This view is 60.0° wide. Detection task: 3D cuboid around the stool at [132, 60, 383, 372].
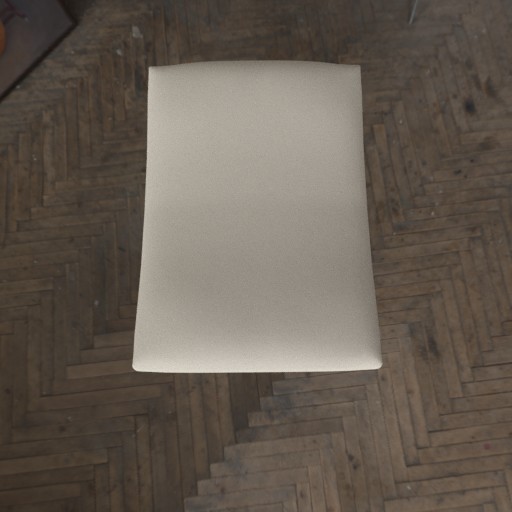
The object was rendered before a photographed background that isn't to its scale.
[{"bbox_3d":[0.000,0.000,1.015,0.372,0.742,0.504,-1,76,0],"label":"stool"}]
